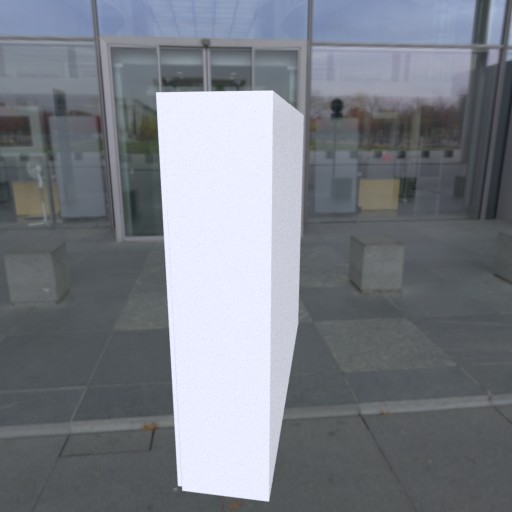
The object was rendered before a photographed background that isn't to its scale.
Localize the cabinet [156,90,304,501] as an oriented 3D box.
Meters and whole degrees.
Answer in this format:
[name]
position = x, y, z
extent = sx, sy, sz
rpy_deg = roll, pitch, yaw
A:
[cabinet]
position = 0.000, 0.000, 3.736
extent = 0.590, 2.370, 2.700
rpy_deg = 2, 15, 9
